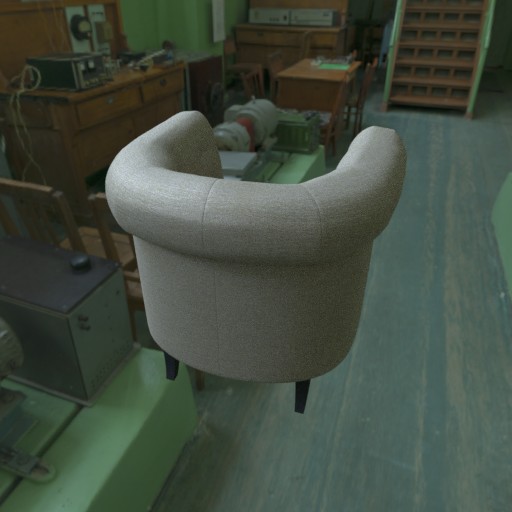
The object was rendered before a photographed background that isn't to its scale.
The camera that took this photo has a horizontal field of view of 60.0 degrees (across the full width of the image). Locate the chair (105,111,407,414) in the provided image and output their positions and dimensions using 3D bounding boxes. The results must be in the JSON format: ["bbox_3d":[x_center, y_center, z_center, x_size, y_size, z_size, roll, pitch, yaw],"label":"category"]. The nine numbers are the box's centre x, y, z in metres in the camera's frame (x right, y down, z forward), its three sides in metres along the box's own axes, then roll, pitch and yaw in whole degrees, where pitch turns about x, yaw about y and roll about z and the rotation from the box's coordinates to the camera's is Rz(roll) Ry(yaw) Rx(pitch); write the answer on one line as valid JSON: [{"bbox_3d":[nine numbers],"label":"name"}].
[{"bbox_3d":[0.000,0.000,1.570,0.905,0.827,0.852,10,33,15],"label":"chair"}]
